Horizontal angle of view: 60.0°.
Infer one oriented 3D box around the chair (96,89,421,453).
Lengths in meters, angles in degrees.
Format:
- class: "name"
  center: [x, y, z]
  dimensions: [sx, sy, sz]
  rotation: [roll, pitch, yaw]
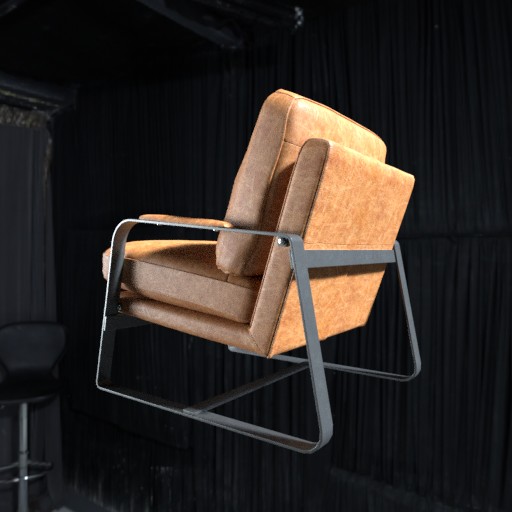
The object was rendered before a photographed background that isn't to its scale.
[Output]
- class: "chair"
  center: [0.000, 0.000, 1.354]
  dimensions: [0.801, 0.777, 0.651]
  rotation: [1, 1, 36]
